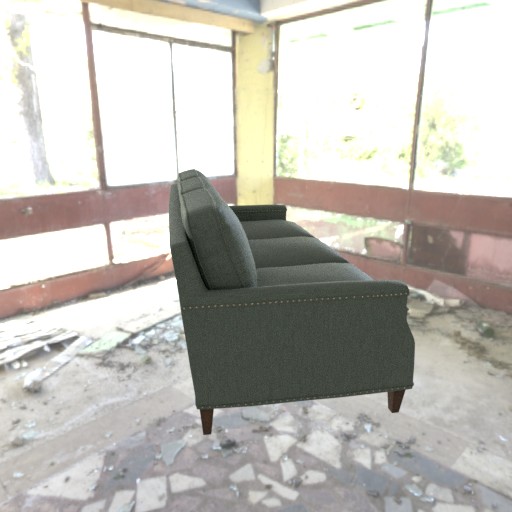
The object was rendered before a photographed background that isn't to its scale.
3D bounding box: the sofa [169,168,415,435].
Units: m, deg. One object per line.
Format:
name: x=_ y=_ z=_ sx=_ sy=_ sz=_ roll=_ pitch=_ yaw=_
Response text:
sofa: x=0.000 y=0.000 z=2.890 sx=1.084 sy=1.003 sz=2.246 roll=-3 pitch=16 yaw=-10
